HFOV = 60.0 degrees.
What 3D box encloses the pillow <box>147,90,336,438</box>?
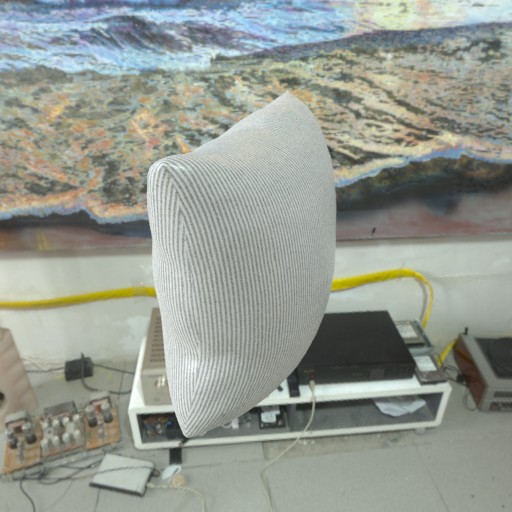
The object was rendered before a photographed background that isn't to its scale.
[{"bbox_3d":[0.000,0.000,0.697,0.387,0.432,0.310,-20,35,-30],"label":"pillow"}]
